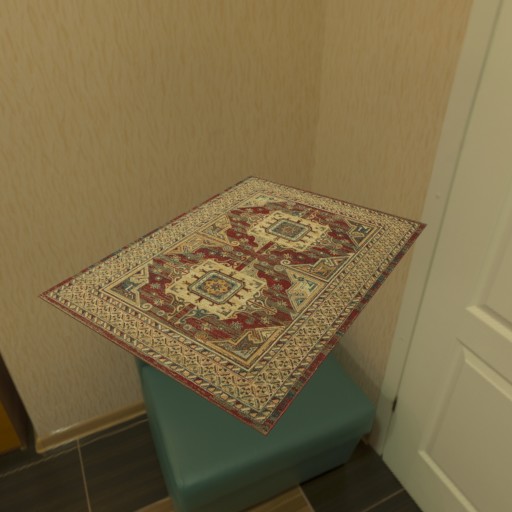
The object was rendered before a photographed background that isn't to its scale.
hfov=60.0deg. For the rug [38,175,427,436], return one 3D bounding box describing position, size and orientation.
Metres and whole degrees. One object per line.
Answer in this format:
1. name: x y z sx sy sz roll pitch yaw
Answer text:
1. rug: 0.000 0.000 4.362 2.381 0.013 3.197 21 39 29
